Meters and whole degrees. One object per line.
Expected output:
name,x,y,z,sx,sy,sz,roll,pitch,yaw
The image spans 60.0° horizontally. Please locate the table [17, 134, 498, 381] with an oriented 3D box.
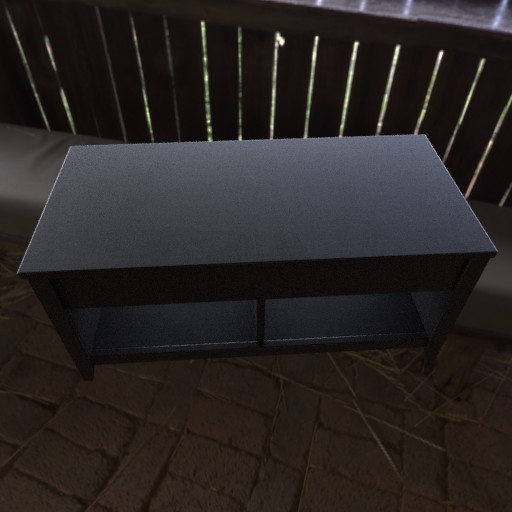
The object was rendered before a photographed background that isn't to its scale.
table,0.000,0.000,1.264,1.016,0.457,0.483,-3,46,-2
